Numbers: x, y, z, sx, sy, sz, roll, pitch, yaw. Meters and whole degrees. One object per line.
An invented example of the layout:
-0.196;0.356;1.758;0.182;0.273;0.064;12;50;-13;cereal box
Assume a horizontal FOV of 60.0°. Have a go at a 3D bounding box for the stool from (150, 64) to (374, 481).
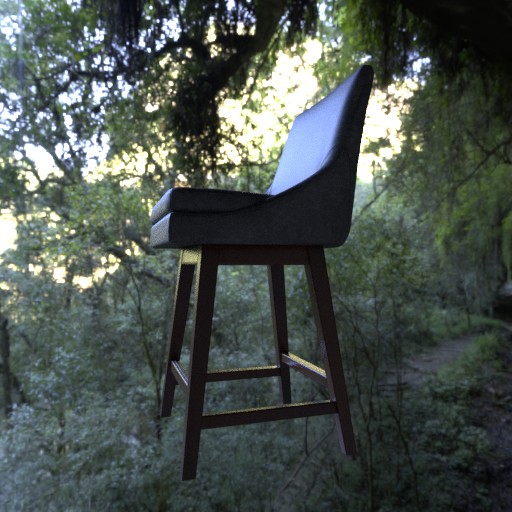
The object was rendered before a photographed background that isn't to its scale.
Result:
0.000;0.000;1.335;0.587;1.046;0.492;0;-1;-18;stool
